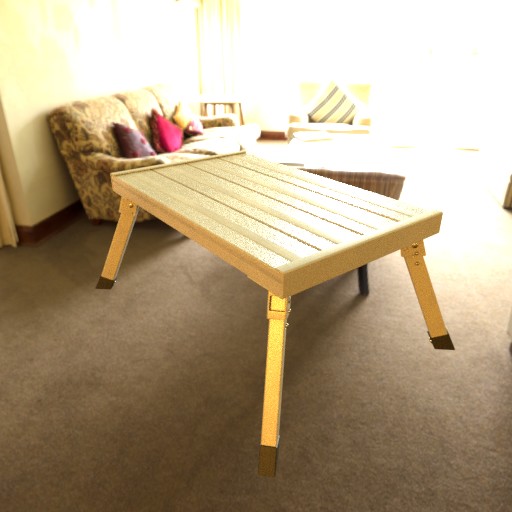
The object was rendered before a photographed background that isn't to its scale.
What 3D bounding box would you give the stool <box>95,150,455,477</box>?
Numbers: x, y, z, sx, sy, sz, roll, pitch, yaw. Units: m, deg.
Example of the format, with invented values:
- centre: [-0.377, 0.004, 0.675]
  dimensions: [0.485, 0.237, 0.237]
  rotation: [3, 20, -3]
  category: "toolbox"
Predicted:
- centre: [0.000, 0.000, 0.725]
  dimensions: [0.385, 0.225, 0.535]
  rotation: [-19, 32, -33]
  category: "stool"
